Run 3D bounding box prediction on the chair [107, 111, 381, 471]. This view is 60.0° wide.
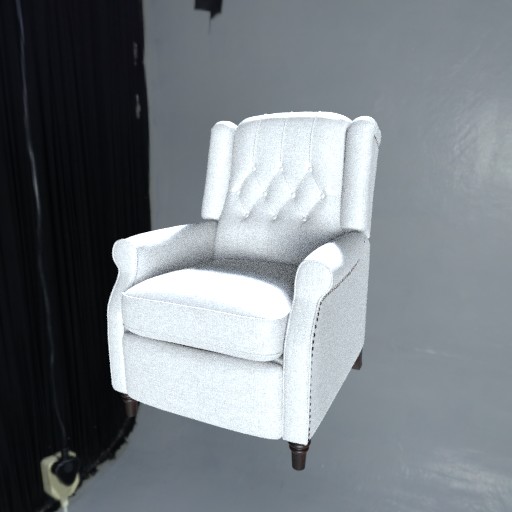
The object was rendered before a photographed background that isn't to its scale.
[{"bbox_3d":[0.000,0.000,1.587,0.742,1.035,0.902,6,15,25],"label":"chair"}]
